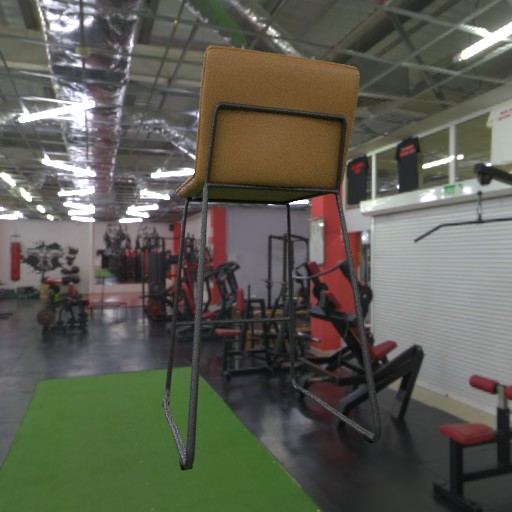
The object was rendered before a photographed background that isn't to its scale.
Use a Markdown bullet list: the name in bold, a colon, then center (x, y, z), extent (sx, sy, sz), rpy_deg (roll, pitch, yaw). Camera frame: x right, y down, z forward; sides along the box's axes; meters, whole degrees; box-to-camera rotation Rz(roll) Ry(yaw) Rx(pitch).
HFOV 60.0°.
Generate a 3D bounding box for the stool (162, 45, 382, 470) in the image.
- **stool**: center (0.000, 0.000, 1.259), extent (0.489, 0.936, 0.524), rpy_deg (0, -1, -18)
